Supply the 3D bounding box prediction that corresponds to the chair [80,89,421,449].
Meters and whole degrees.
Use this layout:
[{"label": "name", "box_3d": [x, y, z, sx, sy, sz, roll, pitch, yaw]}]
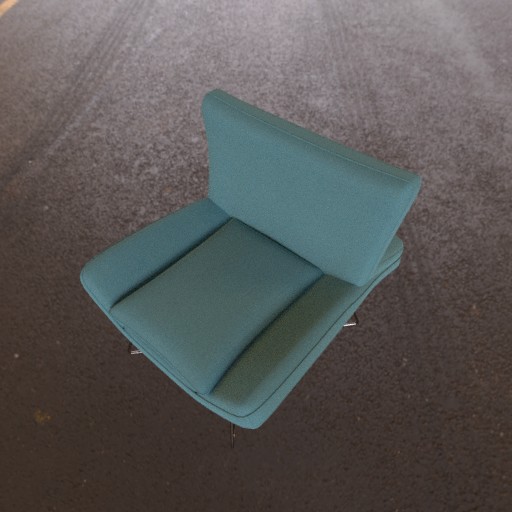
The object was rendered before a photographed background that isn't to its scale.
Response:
[{"label": "chair", "box_3d": [0.000, 0.000, 1.638, 0.859, 0.855, 1.008, 32, 55, 27]}]
